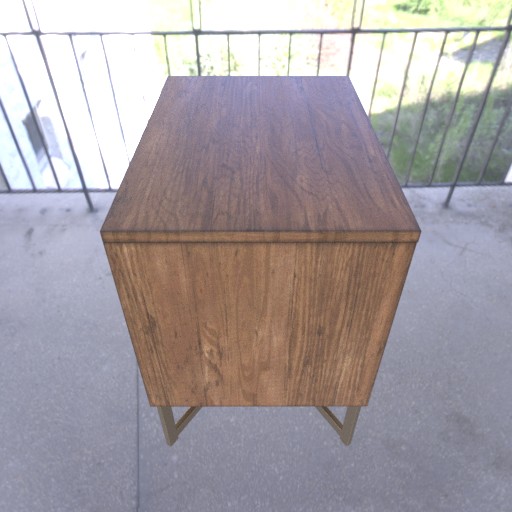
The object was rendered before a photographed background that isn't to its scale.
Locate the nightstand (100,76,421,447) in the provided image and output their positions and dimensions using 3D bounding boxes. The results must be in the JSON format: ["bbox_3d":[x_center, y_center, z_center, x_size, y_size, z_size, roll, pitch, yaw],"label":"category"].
[{"bbox_3d":[0.000,0.000,1.023,0.446,0.610,0.610,0,41,0],"label":"nightstand"}]
